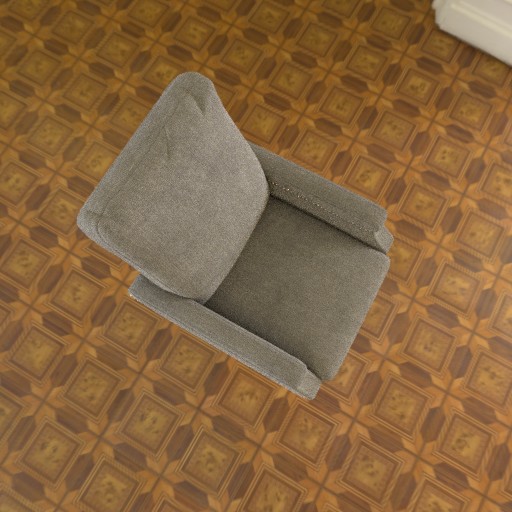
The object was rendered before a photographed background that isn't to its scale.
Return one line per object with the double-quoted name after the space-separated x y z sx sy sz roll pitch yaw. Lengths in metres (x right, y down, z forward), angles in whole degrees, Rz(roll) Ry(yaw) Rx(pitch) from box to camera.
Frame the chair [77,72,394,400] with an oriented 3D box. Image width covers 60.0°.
0.000 0.000 1.631 0.922 1.049 0.710 29 77 7 "chair"
